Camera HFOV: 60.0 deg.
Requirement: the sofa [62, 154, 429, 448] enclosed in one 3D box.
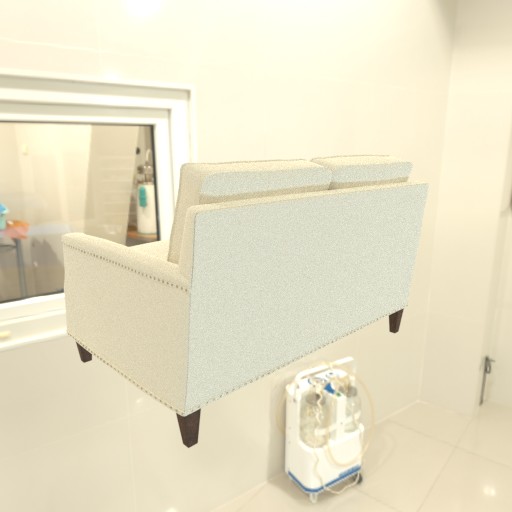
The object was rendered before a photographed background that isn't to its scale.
[{"bbox_3d":[0.000,0.000,2.256,1.597,1.003,1.084,-13,19,-42],"label":"sofa"}]
